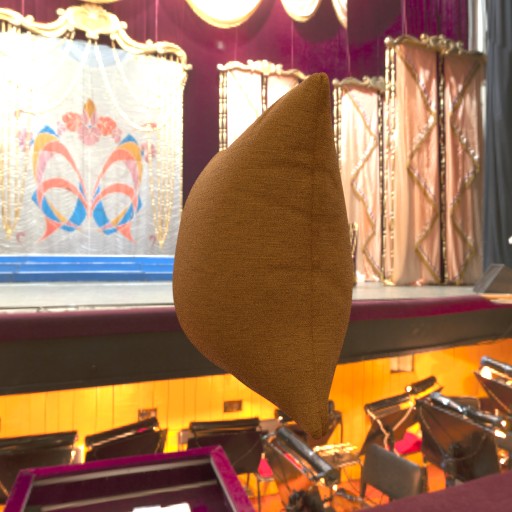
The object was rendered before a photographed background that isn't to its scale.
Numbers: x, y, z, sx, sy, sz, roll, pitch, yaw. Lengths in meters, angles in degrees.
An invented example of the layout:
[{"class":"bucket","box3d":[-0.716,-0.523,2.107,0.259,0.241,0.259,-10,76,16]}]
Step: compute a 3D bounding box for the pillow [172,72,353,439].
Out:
[{"class":"pillow","box3d":[0.000,0.000,0.696,0.247,0.417,0.435,0,0,-20]}]
